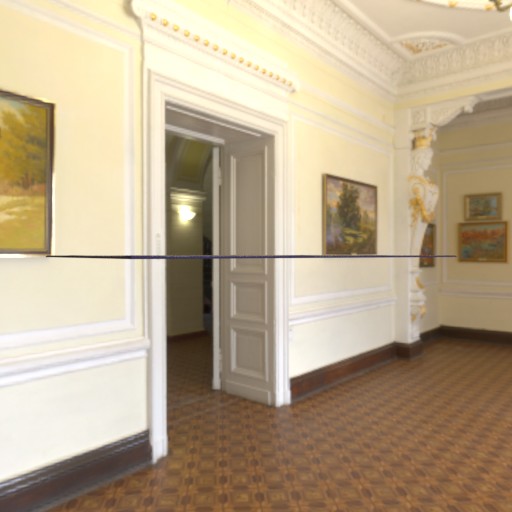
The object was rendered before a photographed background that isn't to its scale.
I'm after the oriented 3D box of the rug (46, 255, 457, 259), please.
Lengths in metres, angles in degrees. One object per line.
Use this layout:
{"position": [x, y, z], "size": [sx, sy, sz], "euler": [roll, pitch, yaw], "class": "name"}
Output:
{"position": [0.000, 0.000, 2.294], "size": [1.781, 0.012, 1.184], "euler": [0, 0, -36], "class": "rug"}
